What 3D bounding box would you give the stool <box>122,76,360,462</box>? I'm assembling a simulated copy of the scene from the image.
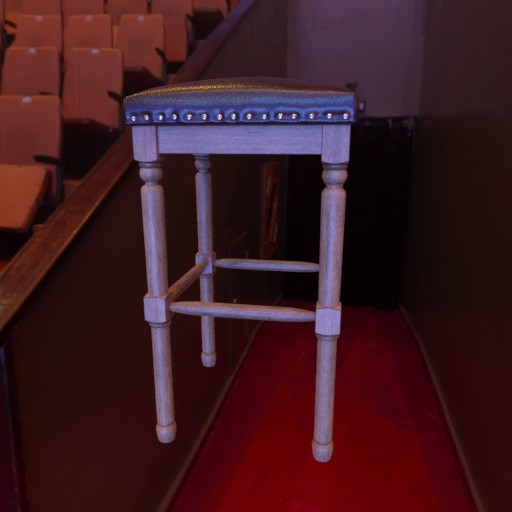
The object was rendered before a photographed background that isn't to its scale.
[{"bbox_3d":[0.000,0.000,0.942,0.382,0.702,0.383,3,15,10],"label":"stool"}]
